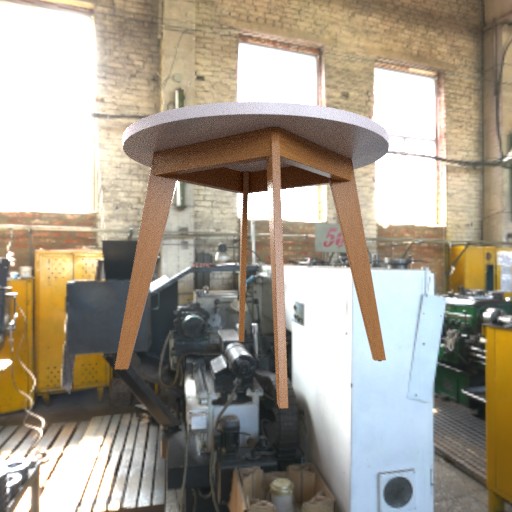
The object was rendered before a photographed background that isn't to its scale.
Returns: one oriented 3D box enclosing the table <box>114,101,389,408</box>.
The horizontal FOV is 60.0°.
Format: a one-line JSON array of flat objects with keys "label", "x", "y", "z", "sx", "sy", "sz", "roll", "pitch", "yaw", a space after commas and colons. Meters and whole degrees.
[{"label": "table", "x": 0.000, "y": 0.000, "z": 1.550, "sx": 0.896, "sy": 0.762, "sz": 0.896, "roll": 0, "pitch": -1, "yaw": 0}]
